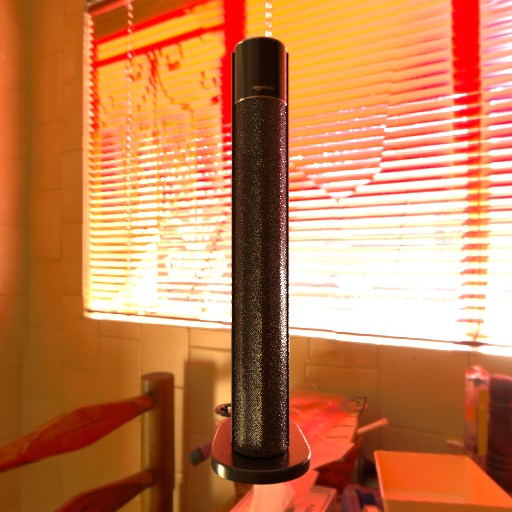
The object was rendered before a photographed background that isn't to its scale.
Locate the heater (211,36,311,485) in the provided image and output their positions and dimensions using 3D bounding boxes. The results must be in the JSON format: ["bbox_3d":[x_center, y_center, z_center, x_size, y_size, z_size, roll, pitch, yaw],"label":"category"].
[{"bbox_3d":[0.000,0.000,1.043,0.214,0.856,0.458,0,-1,-2],"label":"heater"}]
